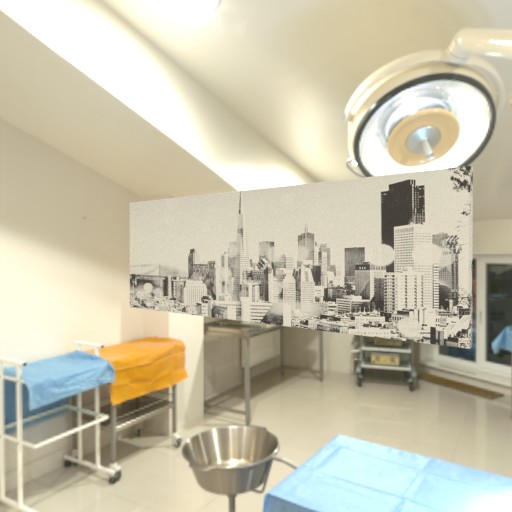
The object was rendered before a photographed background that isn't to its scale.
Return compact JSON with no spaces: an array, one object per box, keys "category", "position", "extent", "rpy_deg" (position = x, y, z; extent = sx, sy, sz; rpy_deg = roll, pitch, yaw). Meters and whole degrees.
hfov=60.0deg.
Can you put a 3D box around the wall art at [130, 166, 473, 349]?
[{"category":"wall art","position":[0.000,0.000,1.705],"extent":[1.520,0.507,0.039],"rpy_deg":[0,1,38]}]
